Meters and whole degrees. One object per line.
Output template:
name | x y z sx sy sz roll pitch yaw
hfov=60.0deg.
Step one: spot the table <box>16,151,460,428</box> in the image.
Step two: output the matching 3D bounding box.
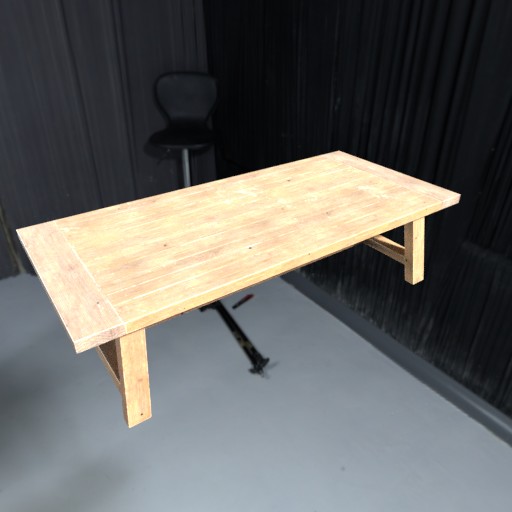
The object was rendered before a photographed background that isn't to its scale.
table | 0.000 0.000 2.071 1.800 0.465 0.820 -20 36 -29
